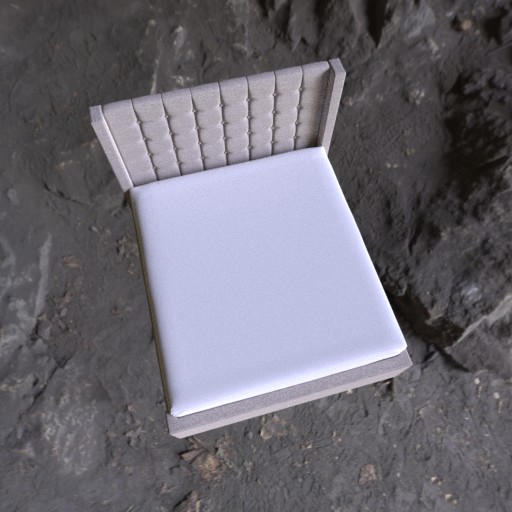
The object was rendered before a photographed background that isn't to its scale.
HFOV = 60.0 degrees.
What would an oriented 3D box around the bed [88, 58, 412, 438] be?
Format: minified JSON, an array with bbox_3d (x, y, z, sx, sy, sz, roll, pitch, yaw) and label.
[{"bbox_3d":[0.000,0.000,3.804,2.044,1.748,2.372,-14,65,-7],"label":"bed"}]
